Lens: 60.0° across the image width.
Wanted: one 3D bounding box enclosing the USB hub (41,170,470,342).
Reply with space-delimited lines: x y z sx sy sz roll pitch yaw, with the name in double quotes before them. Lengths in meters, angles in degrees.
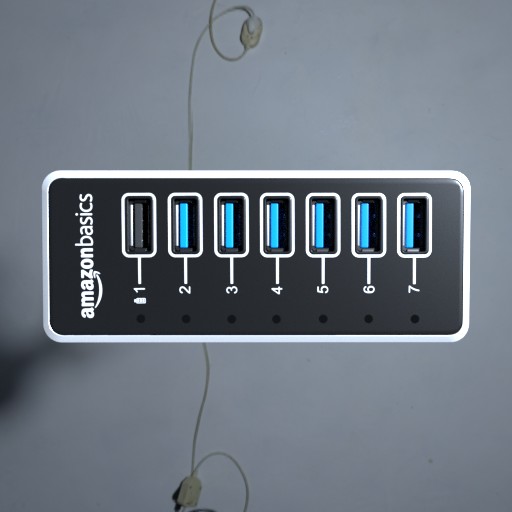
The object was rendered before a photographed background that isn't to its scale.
"USB hub" 0.000 0.000 0.124 0.110 0.023 0.044 0 91 0
